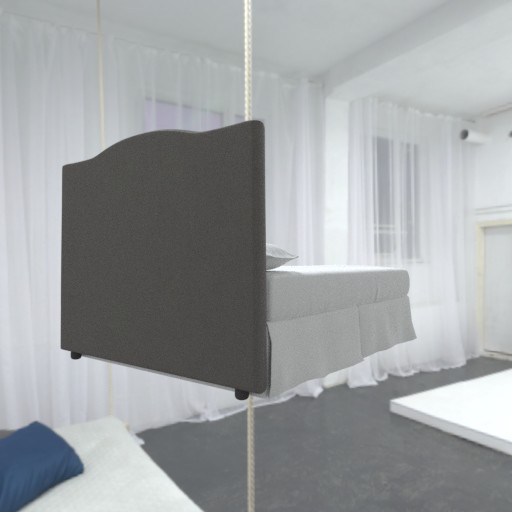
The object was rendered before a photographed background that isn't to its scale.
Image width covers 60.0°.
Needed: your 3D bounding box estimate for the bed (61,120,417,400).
[{"bbox_3d":[0.000,0.000,3.497,1.821,1.436,2.282,0,-1,37],"label":"bed"}]
